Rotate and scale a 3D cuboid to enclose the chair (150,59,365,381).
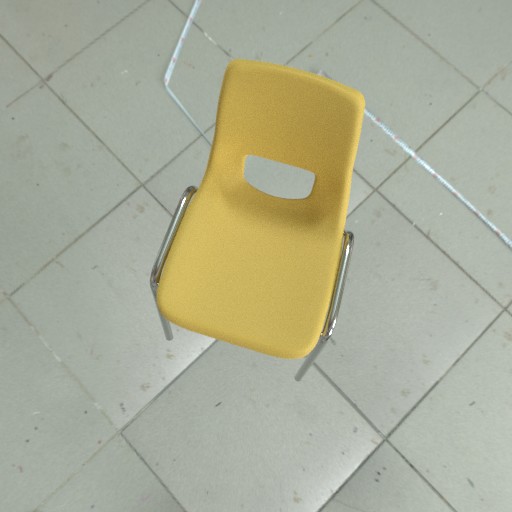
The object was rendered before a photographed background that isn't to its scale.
[{"bbox_3d":[0.000,0.000,0.918,0.381,0.653,0.436,17,77,4],"label":"chair"}]
